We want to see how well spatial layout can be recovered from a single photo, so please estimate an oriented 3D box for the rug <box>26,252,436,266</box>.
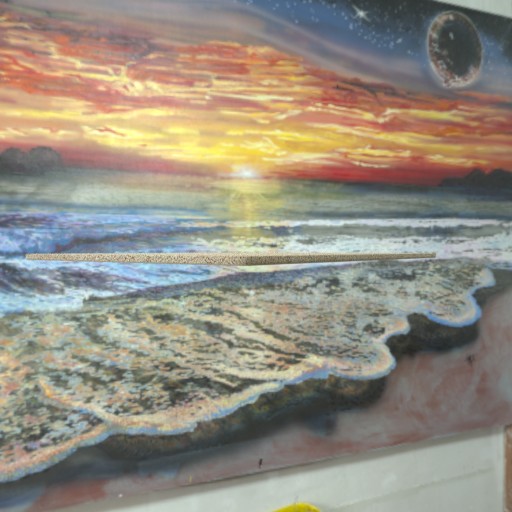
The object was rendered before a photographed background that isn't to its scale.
[{"bbox_3d":[0.000,0.000,2.101,1.199,0.025,1.600,1,1,38],"label":"rug"}]
